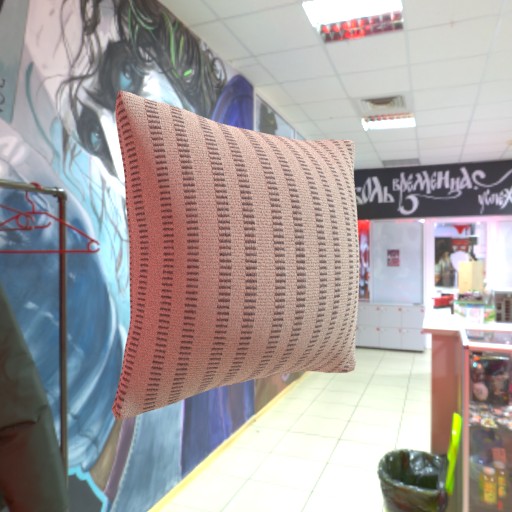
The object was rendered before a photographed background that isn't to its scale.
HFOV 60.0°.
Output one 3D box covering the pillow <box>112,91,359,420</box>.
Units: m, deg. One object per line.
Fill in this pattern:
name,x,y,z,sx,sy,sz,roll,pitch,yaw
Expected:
pillow,0.000,0.000,0.684,0.438,0.419,0.247,0,0,-35
